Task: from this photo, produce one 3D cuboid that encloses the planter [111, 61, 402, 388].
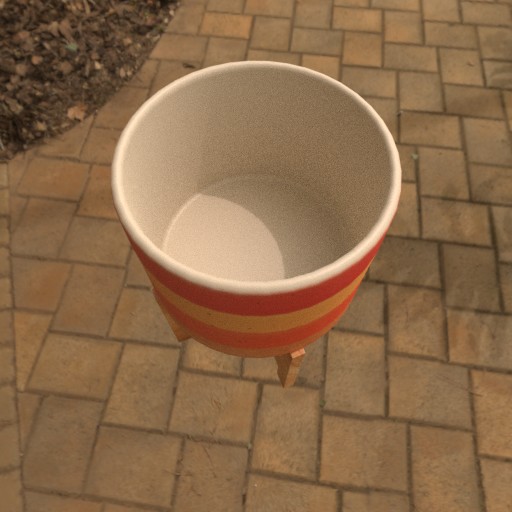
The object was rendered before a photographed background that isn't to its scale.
[{"bbox_3d":[0.000,0.000,0.559,0.269,0.379,0.269,0,63,0],"label":"planter"}]
